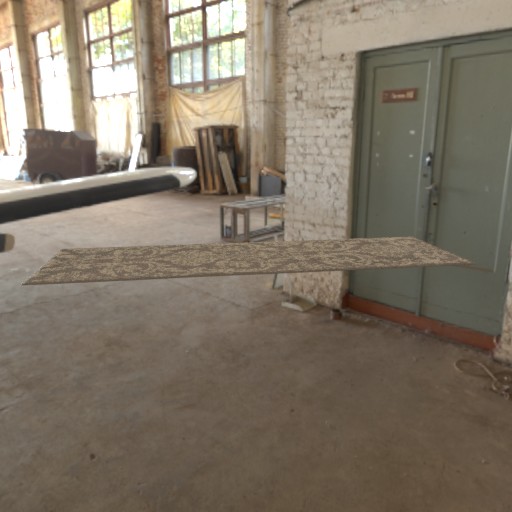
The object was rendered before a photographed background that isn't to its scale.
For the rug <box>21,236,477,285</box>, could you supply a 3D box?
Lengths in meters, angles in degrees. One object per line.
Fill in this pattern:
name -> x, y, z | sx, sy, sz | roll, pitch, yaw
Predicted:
rug -> 0.000, 0.000, 2.430 | 2.196, 0.011, 0.662 | -2, 15, -9
